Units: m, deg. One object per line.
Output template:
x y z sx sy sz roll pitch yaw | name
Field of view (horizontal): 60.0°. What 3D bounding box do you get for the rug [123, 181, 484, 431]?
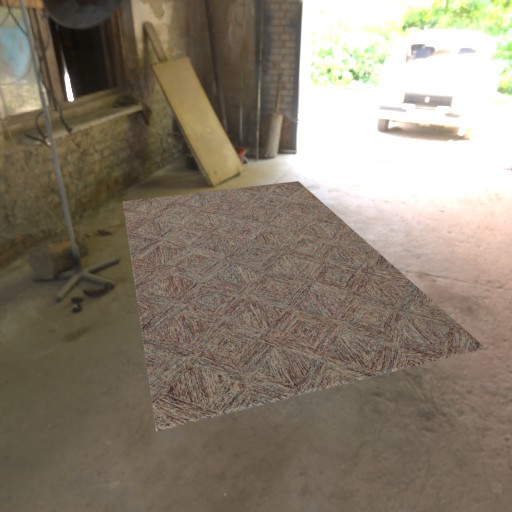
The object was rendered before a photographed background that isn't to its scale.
0.000 0.000 2.822 1.523 0.019 2.285 -9 31 -15 | rug
